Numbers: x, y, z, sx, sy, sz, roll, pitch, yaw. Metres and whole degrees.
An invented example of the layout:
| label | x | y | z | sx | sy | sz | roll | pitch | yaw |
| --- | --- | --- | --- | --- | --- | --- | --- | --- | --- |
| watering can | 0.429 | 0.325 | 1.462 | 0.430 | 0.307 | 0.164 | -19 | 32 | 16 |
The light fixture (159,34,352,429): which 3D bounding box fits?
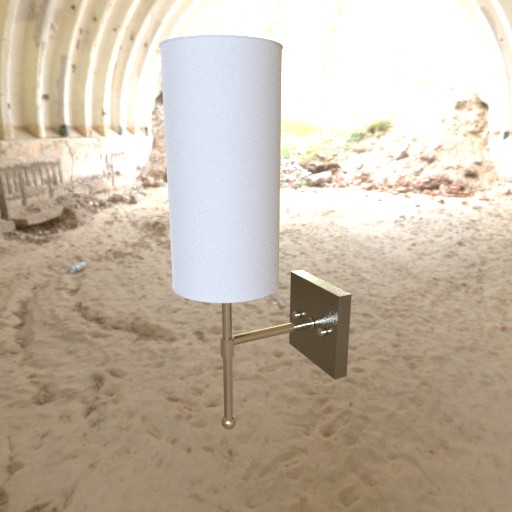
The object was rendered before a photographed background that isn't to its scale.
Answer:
| label | x | y | z | sx | sy | sz | roll | pitch | yaw |
| --- | --- | --- | --- | --- | --- | --- | --- | --- | --- |
| light fixture | 0.000 | 0.000 | 0.541 | 0.208 | 0.462 | 0.128 | -8 | 17 | -26 |
